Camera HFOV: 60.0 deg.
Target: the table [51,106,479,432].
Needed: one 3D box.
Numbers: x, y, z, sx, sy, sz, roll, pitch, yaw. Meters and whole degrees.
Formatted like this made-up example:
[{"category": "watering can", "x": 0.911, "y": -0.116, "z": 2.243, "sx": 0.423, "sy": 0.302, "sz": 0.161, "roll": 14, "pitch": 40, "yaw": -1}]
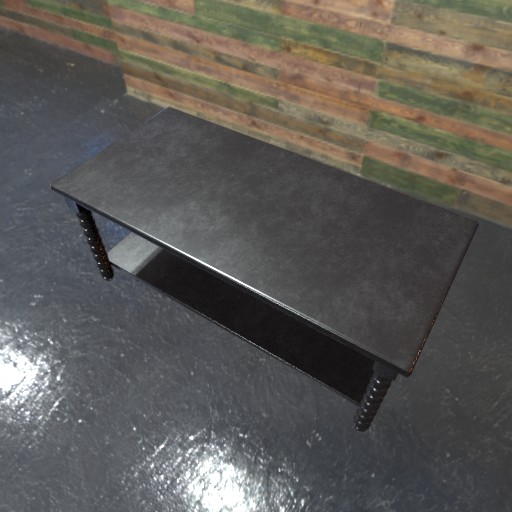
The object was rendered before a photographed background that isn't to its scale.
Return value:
[{"category": "table", "x": 0.000, "y": 0.000, "z": 1.508, "sx": 1.171, "sy": 0.487, "sz": 0.580, "roll": 26, "pitch": 53, "yaw": 21}]
